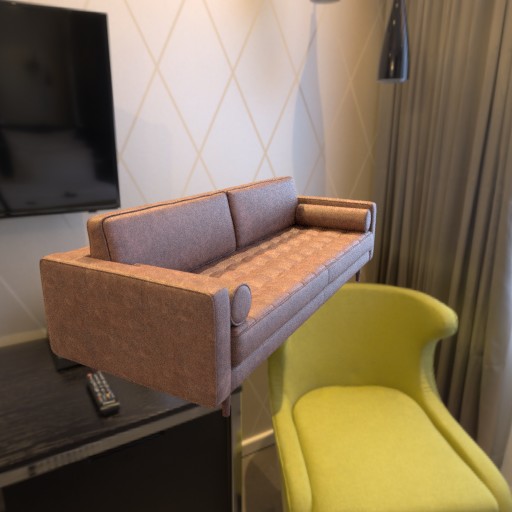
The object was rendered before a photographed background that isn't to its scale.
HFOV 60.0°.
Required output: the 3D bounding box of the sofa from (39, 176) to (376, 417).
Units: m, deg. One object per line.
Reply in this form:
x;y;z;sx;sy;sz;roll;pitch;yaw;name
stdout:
0.000;0.000;2.629;0.914;0.762;2.210;8;18;27;sofa
